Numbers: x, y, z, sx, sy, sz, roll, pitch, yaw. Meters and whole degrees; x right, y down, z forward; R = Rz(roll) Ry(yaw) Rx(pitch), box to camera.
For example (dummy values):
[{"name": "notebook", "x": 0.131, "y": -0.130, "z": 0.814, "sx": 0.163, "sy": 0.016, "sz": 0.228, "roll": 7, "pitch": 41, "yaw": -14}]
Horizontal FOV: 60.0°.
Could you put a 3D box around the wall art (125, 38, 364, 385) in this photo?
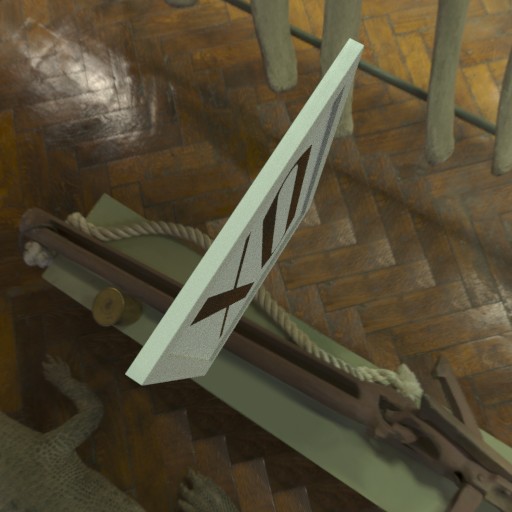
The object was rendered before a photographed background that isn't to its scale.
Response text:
[{"name": "wall art", "x": 0.000, "y": 0.000, "z": 0.727, "sx": 0.020, "sy": 0.536, "sz": 0.444, "roll": 31, "pitch": 78, "yaw": 7}]
